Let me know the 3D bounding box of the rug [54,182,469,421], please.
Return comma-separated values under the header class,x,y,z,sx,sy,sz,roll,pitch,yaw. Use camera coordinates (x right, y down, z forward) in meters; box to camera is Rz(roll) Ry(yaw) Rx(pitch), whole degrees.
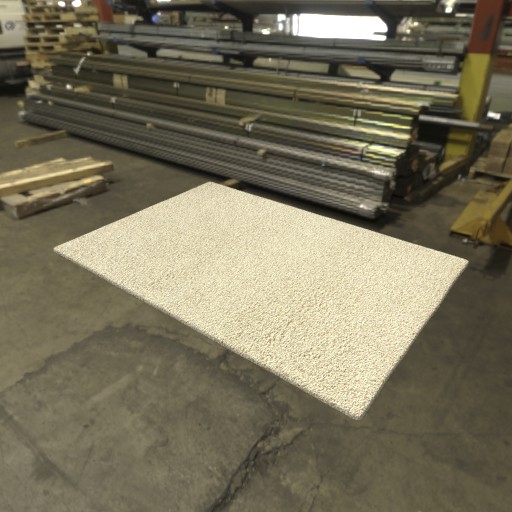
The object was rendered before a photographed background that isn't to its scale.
class,x,y,z,sx,sy,sz,roll,pitch,yaw
rug,0.000,0.000,2.289,1.778,0.030,1.219,22,37,32
